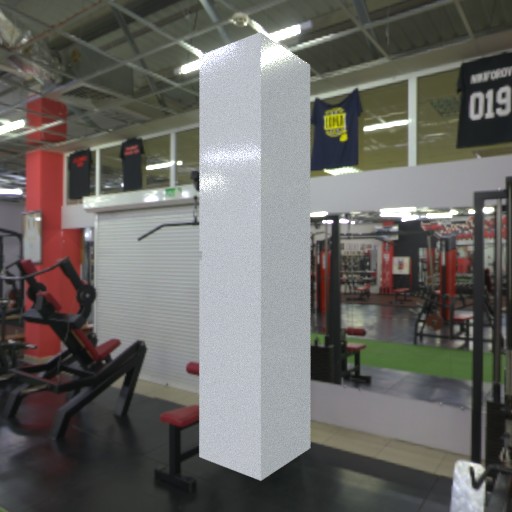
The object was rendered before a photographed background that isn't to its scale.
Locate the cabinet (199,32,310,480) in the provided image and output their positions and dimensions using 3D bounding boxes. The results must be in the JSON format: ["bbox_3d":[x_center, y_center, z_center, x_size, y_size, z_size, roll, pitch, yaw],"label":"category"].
[{"bbox_3d":[0.000,0.000,1.584,0.270,1.400,0.300,0,0,38],"label":"cabinet"}]
